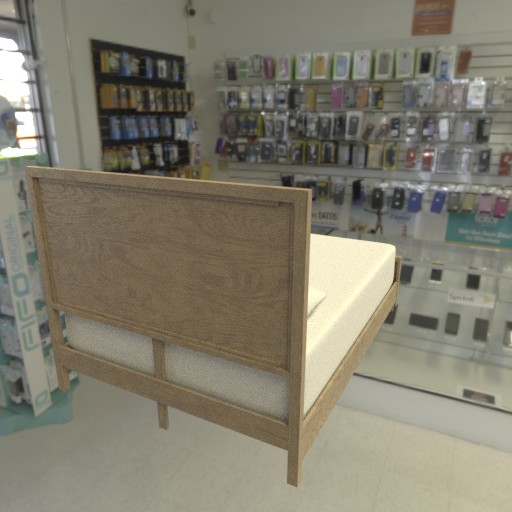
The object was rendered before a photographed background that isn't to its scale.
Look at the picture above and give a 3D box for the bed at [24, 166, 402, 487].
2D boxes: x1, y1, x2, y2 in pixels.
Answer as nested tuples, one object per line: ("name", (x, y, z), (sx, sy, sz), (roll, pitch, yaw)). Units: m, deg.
("bed", (0.000, 0.000, 3.106), (1.606, 1.369, 2.189), (9, 20, 27))
